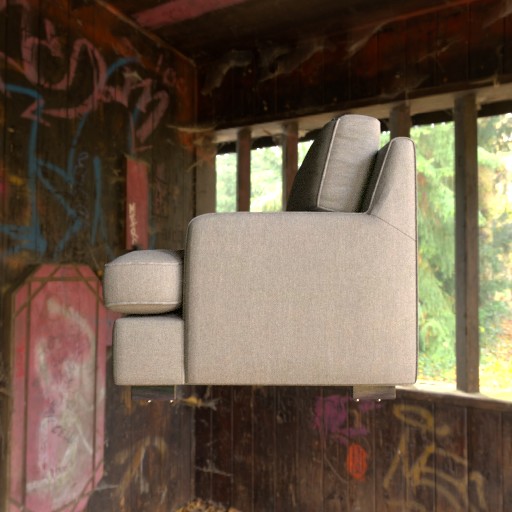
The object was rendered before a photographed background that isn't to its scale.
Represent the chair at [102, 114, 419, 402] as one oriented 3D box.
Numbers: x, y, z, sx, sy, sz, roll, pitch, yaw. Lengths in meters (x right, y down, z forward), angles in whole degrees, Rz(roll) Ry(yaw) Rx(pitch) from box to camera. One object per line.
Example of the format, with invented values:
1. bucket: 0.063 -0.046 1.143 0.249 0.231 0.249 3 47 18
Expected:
1. chair: 0.000 0.000 2.004 1.043 0.974 1.270 0 -2 -1
